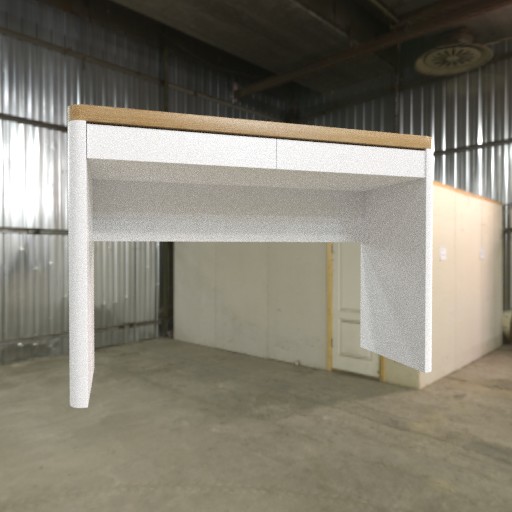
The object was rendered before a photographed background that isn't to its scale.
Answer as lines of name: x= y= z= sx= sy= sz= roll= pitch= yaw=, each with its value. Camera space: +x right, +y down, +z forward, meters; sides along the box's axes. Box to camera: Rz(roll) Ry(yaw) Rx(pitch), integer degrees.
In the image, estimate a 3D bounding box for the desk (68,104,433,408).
desk: x=0.000 y=0.000 z=1.441 sx=1.100 sy=0.760 sz=0.390 roll=0 pitch=1 yaw=-18
